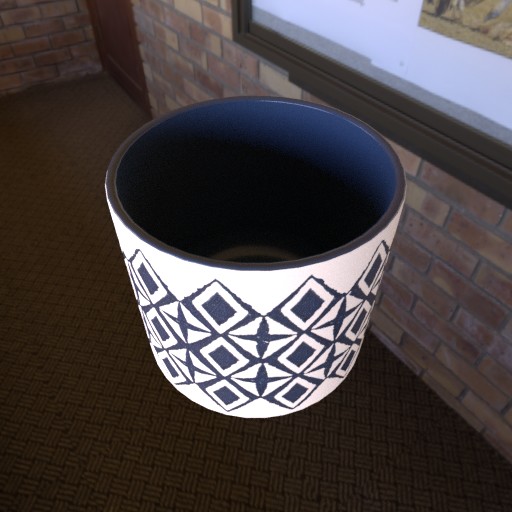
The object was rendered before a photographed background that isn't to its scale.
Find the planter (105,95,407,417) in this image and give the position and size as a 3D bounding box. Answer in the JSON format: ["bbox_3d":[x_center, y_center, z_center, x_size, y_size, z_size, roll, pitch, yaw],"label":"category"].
[{"bbox_3d":[0.000,0.000,0.330,0.182,0.165,0.182,0,45,0],"label":"planter"}]
